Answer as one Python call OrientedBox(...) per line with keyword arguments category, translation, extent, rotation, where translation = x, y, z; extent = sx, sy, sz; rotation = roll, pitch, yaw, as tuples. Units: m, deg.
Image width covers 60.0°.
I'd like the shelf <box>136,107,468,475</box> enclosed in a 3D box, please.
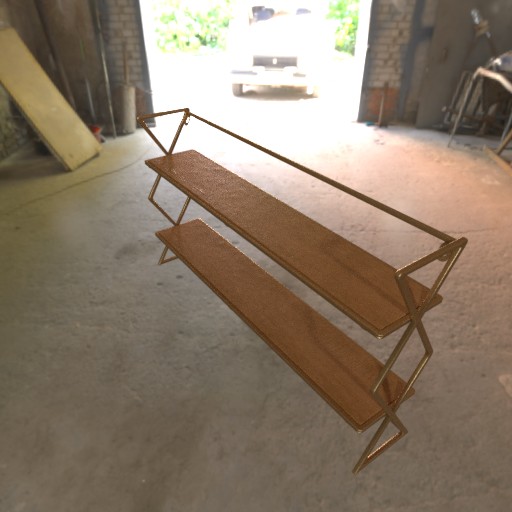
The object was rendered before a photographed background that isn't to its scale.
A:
OrientedBox(category="shelf", translation=(0.000, 0.000, 0.990), extent=(0.150, 0.450, 0.822), rotation=(-22, 40, -29))
